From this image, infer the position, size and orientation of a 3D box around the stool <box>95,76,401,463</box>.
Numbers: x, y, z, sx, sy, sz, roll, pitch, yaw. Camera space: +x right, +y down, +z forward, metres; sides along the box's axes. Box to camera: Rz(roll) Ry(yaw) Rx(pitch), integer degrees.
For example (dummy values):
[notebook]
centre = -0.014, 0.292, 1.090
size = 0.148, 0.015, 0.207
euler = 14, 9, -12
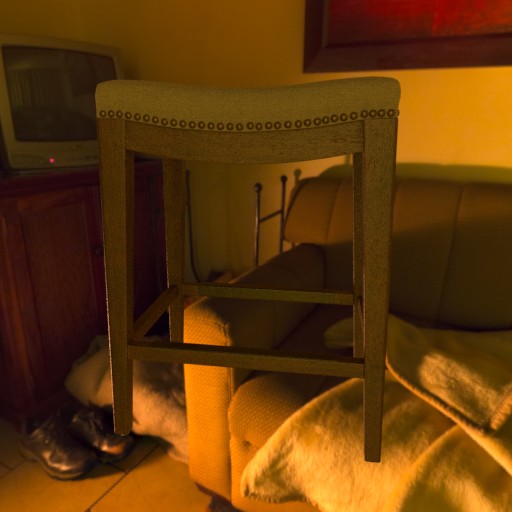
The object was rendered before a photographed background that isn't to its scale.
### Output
[stool]
centre = 0.000, 0.000, 0.908
size = 0.508, 0.660, 0.356
euler = 3, 17, 8
